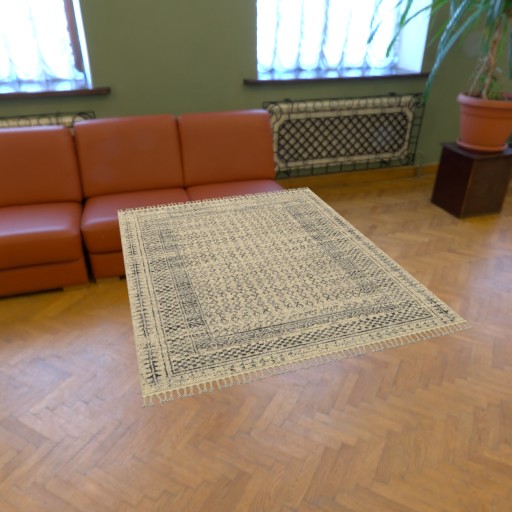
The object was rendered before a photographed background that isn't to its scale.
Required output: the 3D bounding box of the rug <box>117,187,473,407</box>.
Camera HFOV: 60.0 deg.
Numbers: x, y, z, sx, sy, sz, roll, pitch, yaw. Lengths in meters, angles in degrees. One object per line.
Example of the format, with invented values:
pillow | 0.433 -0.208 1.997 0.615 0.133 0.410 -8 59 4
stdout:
rug | 0.000 0.000 4.022 2.312 0.013 2.940 -9 31 -16
